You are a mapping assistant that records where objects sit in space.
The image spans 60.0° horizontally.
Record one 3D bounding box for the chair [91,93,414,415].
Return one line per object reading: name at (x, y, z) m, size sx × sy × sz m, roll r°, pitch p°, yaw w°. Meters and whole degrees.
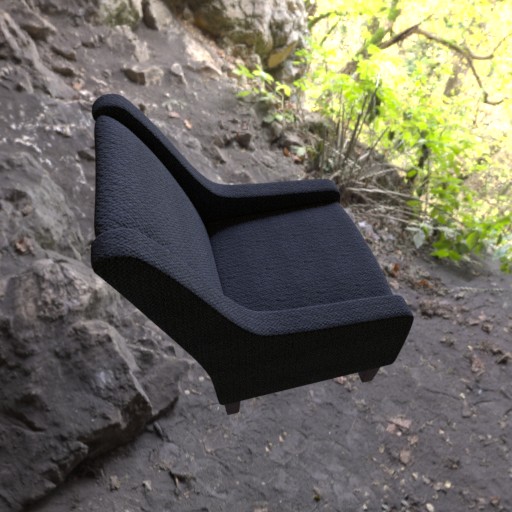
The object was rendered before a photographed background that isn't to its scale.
chair at (0.000, 0.000, 1.656) m, size 0.944 × 1.012 × 0.793 m, roll -10°, pitch 48°, yaw -10°
